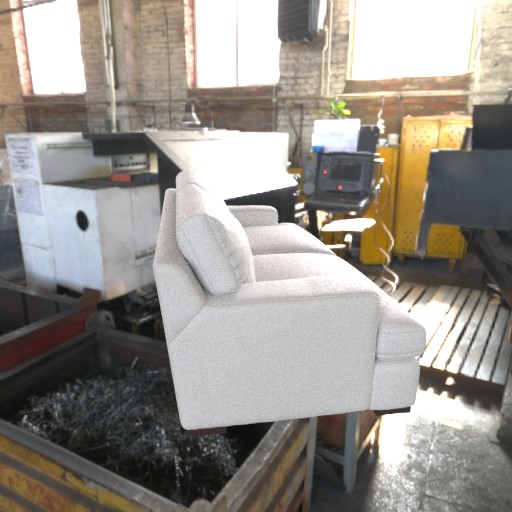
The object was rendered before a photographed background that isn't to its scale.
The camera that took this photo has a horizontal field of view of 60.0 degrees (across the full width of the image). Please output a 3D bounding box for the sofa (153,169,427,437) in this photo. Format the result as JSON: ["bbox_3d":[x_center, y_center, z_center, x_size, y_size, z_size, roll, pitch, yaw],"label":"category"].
[{"bbox_3d":[0.000,0.000,2.806,1.143,0.940,2.261,-3,16,-9],"label":"sofa"}]
